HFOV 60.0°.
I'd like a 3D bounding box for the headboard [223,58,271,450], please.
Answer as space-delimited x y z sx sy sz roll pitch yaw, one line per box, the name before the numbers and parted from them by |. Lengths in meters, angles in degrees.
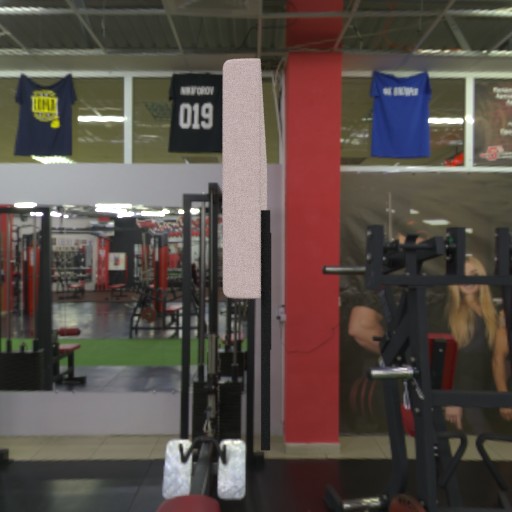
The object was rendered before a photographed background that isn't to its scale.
headboard | 0.000 0.000 2.724 0.184 1.524 2.051 0 0 2
